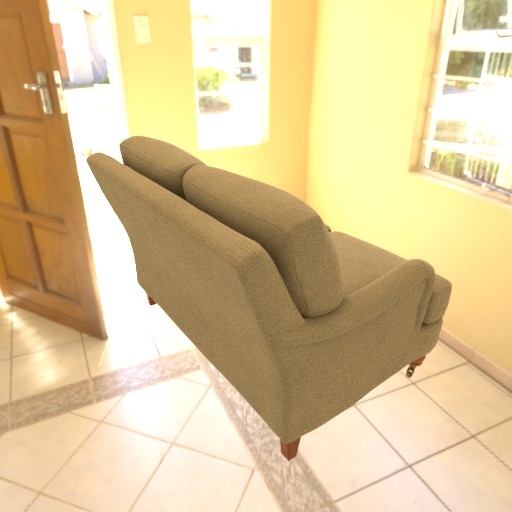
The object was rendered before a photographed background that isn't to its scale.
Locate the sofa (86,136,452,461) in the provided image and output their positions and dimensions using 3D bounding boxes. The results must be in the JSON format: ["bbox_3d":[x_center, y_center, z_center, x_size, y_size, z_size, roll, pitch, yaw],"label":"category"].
[{"bbox_3d":[0.000,0.000,2.127,1.087,0.999,1.480,-17,31,-31],"label":"sofa"}]
